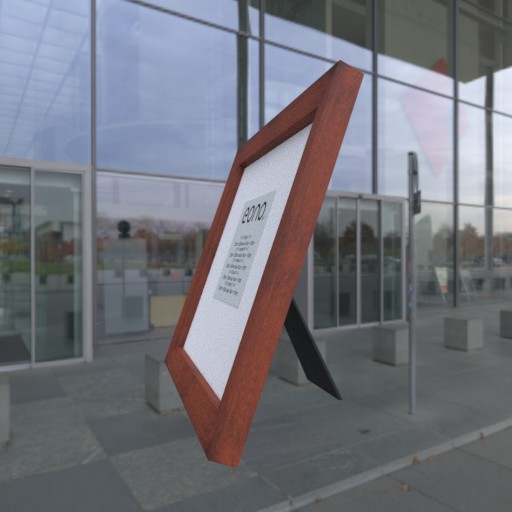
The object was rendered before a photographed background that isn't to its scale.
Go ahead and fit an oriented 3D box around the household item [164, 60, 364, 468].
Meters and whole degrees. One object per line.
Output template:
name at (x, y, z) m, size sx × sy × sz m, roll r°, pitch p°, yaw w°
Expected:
household item at (0.000, 0.000, 0.380) m, size 0.131 × 0.240 × 0.240 m, roll 0°, pitch 0°, yaw -17°
